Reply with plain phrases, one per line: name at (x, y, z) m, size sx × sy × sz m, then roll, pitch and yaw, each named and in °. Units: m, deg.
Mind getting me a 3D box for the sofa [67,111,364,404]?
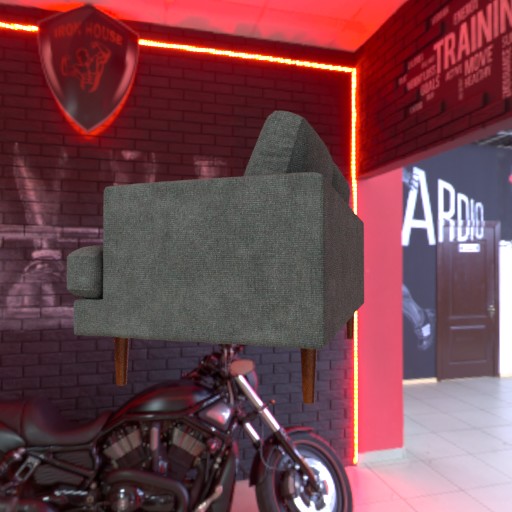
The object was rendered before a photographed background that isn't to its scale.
sofa at (0.000, 0.000, 2.129) m, size 0.903 × 0.956 × 1.582 m, roll 0°, pitch -1°, yaw 18°
